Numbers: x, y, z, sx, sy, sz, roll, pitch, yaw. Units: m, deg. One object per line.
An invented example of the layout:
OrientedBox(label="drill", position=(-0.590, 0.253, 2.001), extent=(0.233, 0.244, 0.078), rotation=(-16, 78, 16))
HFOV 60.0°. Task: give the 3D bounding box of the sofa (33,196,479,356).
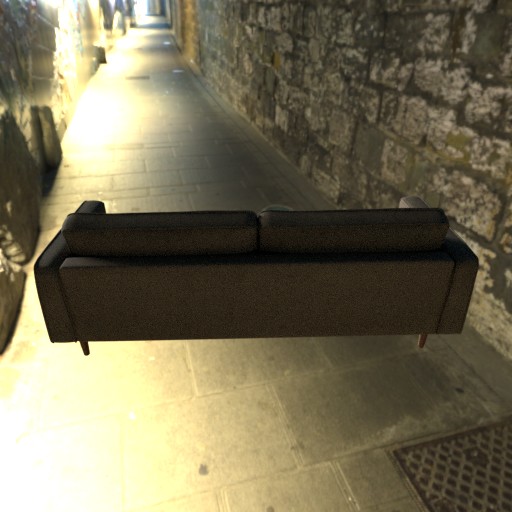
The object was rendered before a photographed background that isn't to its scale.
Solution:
OrientedBox(label="sofa", position=(0.000, 0.000, 2.677), extent=(2.295, 0.813, 0.923), rotation=(-1, 30, -2))
